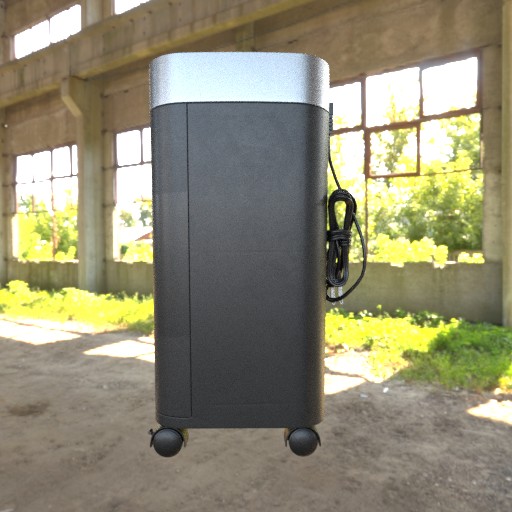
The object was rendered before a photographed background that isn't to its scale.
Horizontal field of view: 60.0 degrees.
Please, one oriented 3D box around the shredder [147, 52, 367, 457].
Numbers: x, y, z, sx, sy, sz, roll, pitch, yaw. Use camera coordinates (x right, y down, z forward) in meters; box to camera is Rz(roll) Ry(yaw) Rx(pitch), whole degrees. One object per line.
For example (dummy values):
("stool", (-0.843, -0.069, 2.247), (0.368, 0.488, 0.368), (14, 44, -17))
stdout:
("shredder", (0.000, 0.000, 0.604), (0.237, 0.419, 0.311), (0, 1, -1))
